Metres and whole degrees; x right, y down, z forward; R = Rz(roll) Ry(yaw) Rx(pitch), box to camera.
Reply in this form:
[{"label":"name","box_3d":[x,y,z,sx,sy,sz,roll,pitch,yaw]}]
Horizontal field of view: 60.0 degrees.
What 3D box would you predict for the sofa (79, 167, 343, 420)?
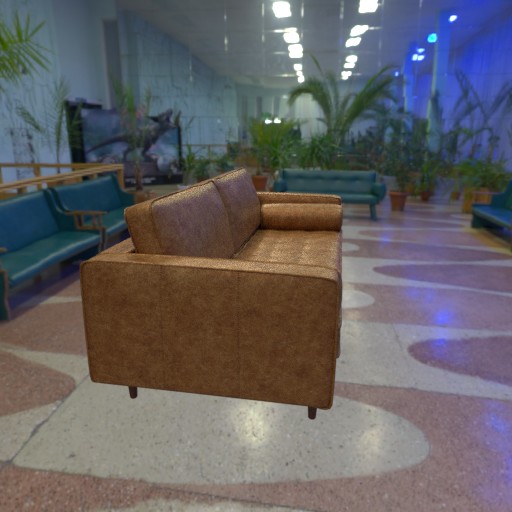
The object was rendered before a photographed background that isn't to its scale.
[{"label":"sofa","box_3d":[0.000,0.000,2.405,0.924,0.825,1.920,3,16,10]}]
